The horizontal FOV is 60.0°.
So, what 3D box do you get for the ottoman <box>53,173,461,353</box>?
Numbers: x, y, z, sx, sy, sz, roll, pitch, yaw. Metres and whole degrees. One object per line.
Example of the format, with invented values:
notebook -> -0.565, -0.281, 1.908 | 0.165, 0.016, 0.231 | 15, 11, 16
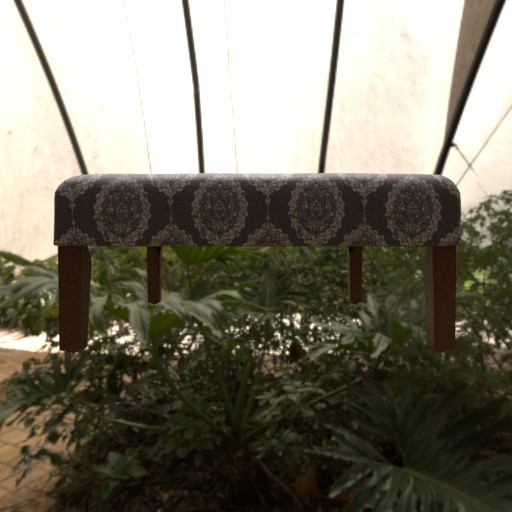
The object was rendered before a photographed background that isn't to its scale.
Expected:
ottoman -> 0.000, 0.000, 1.399 | 0.889, 0.409, 0.890 | 0, 1, -1
